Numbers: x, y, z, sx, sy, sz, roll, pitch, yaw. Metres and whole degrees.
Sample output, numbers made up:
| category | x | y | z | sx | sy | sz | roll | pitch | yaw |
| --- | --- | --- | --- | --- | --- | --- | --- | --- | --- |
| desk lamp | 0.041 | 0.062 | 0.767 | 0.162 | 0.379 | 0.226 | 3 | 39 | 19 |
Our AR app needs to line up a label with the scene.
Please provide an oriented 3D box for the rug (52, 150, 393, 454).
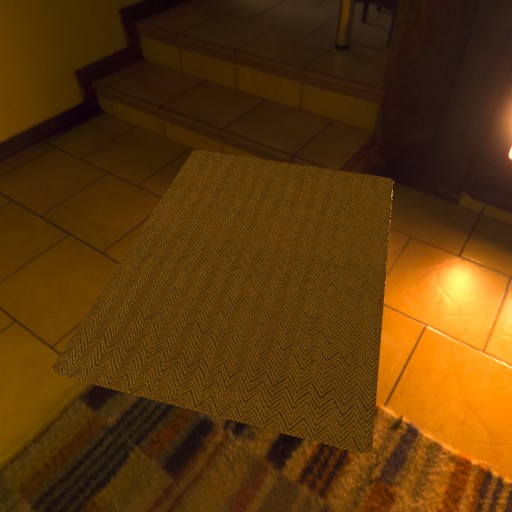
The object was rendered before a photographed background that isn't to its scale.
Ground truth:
| category | x | y | z | sx | sy | sz | roll | pitch | yaw |
| --- | --- | --- | --- | --- | --- | --- | --- | --- | --- |
| rug | 0.000 | 0.000 | 4.253 | 2.439 | 0.014 | 3.207 | 11 | 47 | 10 |
